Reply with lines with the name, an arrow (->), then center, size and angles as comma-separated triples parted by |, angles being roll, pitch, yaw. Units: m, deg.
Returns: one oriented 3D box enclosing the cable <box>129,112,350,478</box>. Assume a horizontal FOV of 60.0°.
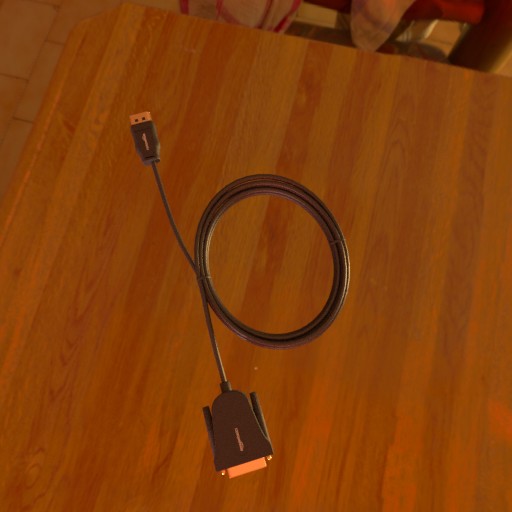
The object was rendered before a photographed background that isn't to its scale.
cable -> 0.000, 0.000, 0.332 | 0.136, 0.015, 0.281 | -16, 76, -4
